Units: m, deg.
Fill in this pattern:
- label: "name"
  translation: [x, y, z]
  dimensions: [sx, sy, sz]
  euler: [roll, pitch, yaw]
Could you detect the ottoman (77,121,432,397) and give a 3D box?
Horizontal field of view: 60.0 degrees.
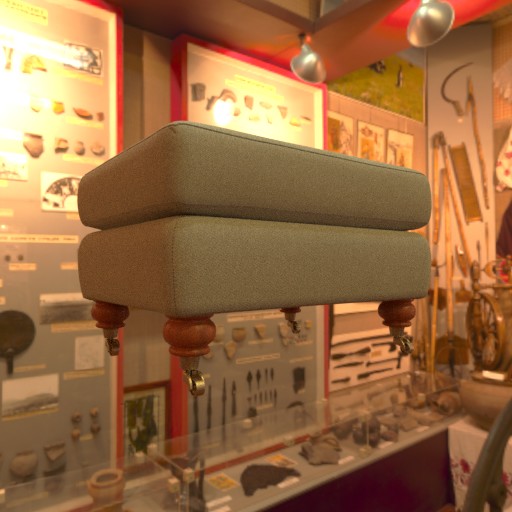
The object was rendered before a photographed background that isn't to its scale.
- label: "ottoman"
  translation: [0.000, 0.000, 1.151]
  dimensions: [0.773, 0.499, 0.569]
  euler: [1, -1, -37]
